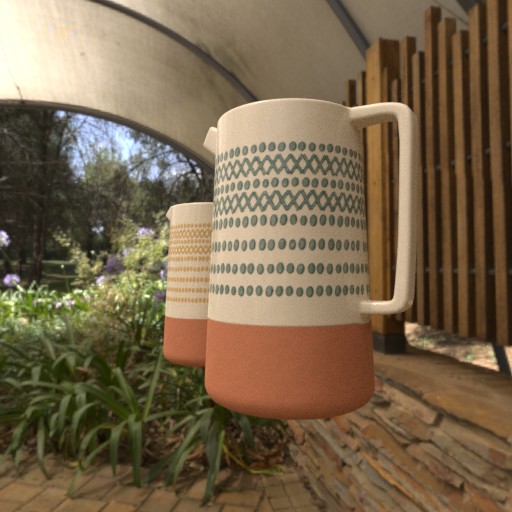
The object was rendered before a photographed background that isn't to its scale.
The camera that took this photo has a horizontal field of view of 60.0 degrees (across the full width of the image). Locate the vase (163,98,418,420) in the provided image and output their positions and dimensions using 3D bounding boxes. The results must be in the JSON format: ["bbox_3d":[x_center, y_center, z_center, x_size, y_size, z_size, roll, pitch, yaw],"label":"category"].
[{"bbox_3d":[0.000,0.000,0.456,0.168,0.247,0.326,1,-2,-16],"label":"vase"}]
